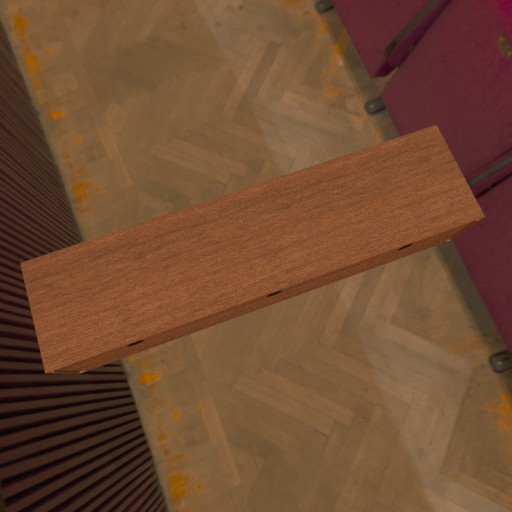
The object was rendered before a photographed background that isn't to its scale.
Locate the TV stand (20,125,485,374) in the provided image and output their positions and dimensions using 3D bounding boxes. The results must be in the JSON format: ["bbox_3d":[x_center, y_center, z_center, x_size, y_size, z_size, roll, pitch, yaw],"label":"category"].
[{"bbox_3d":[0.000,0.000,1.645,1.482,0.409,0.366,-19,76,-5],"label":"TV stand"}]
